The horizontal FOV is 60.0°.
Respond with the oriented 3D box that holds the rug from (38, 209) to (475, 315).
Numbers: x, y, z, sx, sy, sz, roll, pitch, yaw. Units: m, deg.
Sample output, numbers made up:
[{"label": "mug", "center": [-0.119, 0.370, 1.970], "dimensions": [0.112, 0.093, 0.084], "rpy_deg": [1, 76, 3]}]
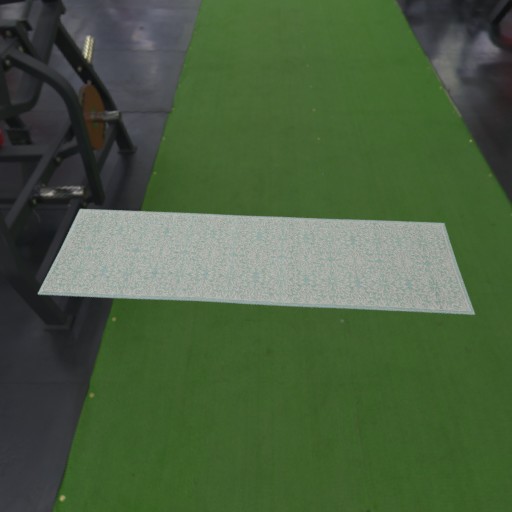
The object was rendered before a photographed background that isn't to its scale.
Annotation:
[{"label": "rug", "center": [0.000, 0.000, 2.444], "dimensions": [2.196, 0.011, 0.662], "rpy_deg": [2, 47, 2]}]
